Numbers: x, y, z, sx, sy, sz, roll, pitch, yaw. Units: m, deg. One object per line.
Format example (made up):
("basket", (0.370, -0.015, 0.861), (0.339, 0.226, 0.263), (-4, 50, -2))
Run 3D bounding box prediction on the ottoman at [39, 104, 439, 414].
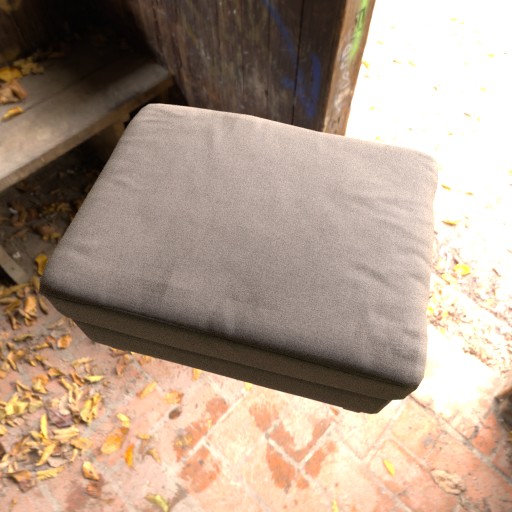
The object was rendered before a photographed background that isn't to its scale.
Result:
("ottoman", (0.000, 0.000, 1.296), (0.902, 0.511, 0.692), (13, 59, 8))
